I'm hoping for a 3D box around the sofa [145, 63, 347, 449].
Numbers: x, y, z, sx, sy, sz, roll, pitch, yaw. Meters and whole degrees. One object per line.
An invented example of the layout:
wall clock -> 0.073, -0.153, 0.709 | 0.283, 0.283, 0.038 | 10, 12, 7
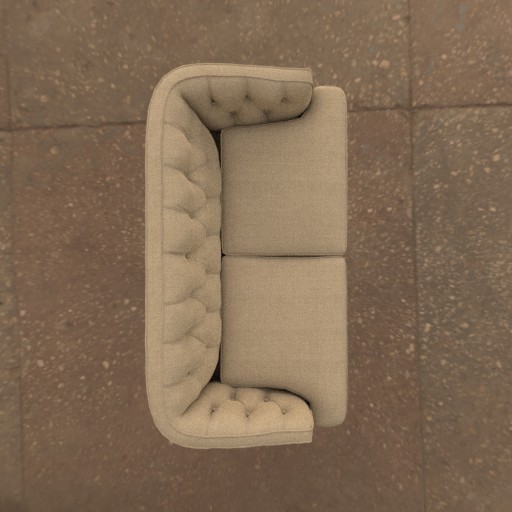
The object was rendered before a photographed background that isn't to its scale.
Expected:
sofa -> 0.000, 0.000, 2.289 | 0.941, 0.855, 1.733 | 0, 90, 1
